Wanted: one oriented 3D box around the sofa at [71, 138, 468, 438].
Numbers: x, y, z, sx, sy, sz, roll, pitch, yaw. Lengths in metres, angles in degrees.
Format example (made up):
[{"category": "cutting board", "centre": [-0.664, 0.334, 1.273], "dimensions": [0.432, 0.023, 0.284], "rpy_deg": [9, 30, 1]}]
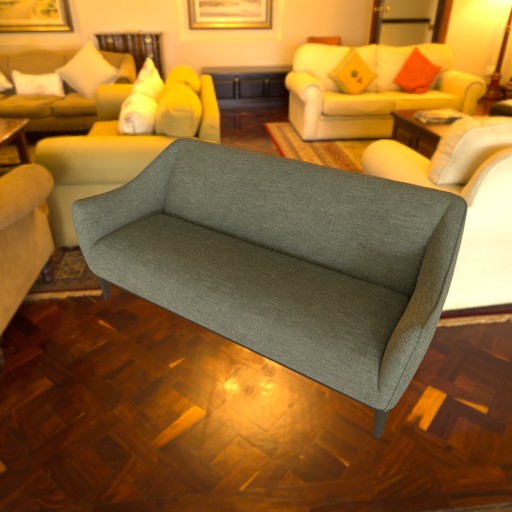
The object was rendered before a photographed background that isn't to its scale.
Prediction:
[{"category": "sofa", "centre": [0.000, 0.000, 2.337], "dimensions": [1.928, 0.829, 0.867], "rpy_deg": [19, 35, 29]}]
